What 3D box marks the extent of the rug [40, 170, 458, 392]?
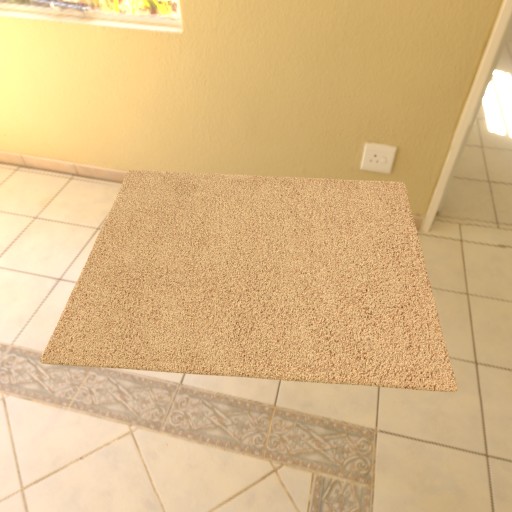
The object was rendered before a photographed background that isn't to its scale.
[{"bbox_3d":[0.000,0.000,4.042,3.047,0.029,2.438,3,46,3],"label":"rug"}]
